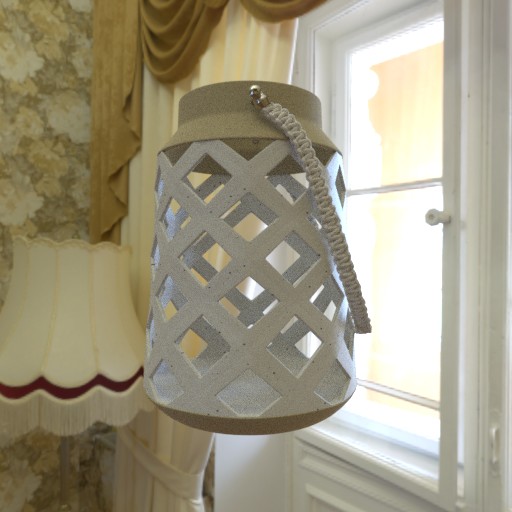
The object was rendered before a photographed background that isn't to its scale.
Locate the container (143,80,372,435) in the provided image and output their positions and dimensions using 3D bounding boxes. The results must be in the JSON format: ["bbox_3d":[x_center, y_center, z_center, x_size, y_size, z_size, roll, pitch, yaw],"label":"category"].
[{"bbox_3d":[0.000,0.000,0.342,0.172,0.229,0.163,0,1,0],"label":"container"}]
